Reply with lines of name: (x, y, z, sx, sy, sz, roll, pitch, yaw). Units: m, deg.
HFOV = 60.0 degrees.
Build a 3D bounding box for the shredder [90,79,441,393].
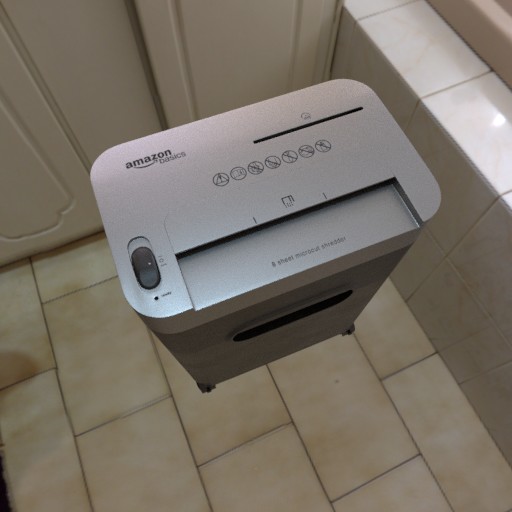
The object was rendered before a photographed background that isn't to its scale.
shredder: (0.000, 0.000, 0.623, 0.311, 0.419, 0.237, -20, 66, -9)
